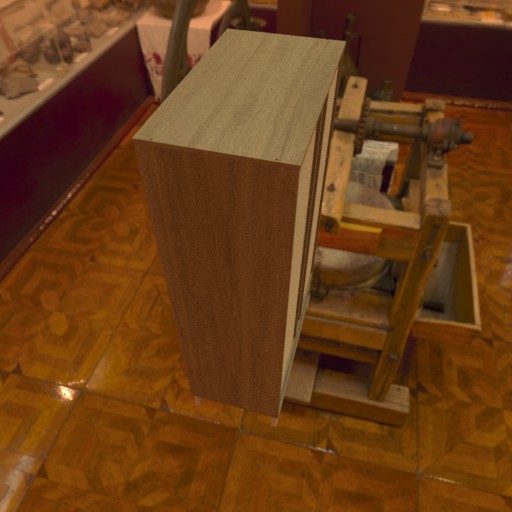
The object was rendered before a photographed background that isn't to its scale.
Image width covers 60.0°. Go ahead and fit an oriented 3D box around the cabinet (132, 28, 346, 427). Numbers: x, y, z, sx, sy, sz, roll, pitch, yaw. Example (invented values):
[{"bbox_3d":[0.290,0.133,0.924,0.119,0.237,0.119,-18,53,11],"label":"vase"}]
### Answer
[{"bbox_3d":[0.000,0.000,2.475,0.571,1.999,1.006,12,48,11],"label":"cabinet"}]
